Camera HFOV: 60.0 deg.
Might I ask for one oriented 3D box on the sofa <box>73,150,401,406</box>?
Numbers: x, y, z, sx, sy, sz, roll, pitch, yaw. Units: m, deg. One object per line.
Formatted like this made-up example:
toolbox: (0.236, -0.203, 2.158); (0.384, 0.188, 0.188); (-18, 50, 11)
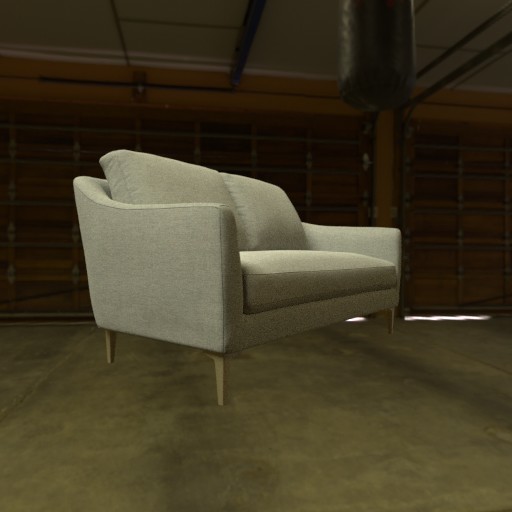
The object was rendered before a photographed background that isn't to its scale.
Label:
sofa: (0.000, 0.000, 2.204); (0.960, 0.904, 1.619); (0, 0, 36)
